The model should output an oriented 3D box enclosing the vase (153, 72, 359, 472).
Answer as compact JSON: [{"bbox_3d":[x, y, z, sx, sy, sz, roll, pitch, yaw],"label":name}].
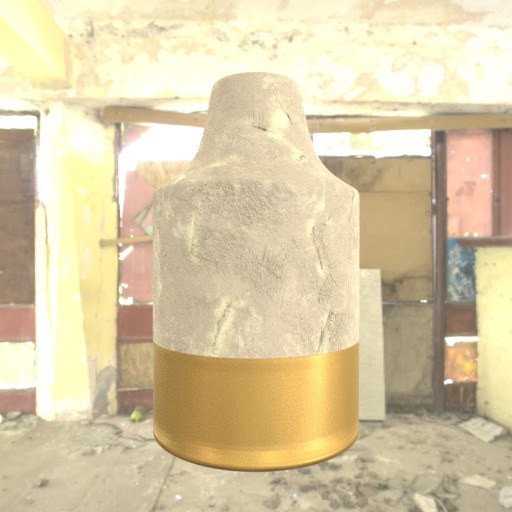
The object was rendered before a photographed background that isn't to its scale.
[{"bbox_3d":[0.000,0.000,0.405,0.184,0.305,0.184,0,1,0],"label":"vase"}]
